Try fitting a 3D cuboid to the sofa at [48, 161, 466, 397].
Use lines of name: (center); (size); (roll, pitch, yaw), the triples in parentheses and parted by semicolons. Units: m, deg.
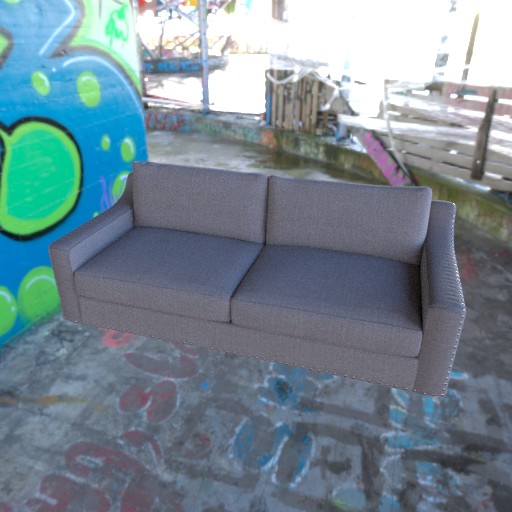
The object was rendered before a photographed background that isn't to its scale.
sofa: (0.000, 0.000, 2.660); (2.208, 0.857, 1.000); (8, 28, 15)
